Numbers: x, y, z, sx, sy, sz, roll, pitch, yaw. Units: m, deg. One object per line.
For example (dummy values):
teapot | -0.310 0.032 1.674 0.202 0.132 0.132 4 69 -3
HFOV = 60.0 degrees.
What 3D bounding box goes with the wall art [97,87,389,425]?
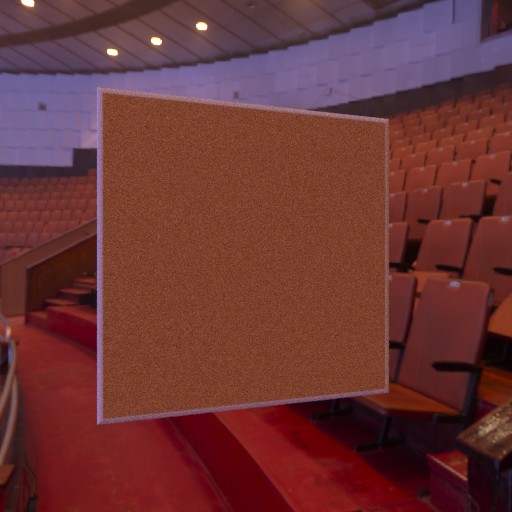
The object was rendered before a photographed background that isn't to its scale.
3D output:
wall art | 0.000 0.000 1.141 0.768 0.765 0.041 0 0 -18
